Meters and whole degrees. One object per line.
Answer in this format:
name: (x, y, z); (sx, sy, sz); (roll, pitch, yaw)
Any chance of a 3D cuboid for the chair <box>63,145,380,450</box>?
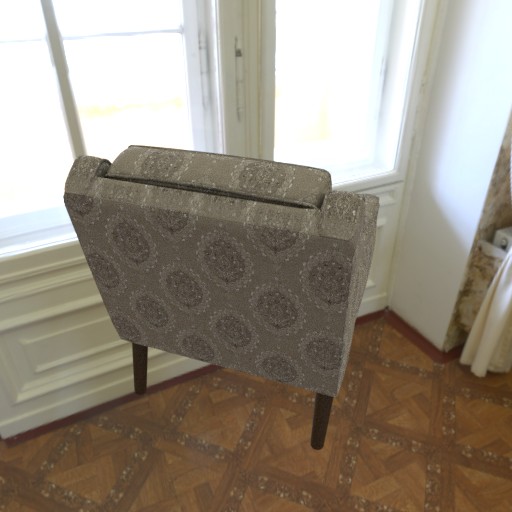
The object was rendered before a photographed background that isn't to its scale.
chair: (0.000, 0.000, 1.355); (0.665, 0.797, 0.750); (11, 34, 16)
